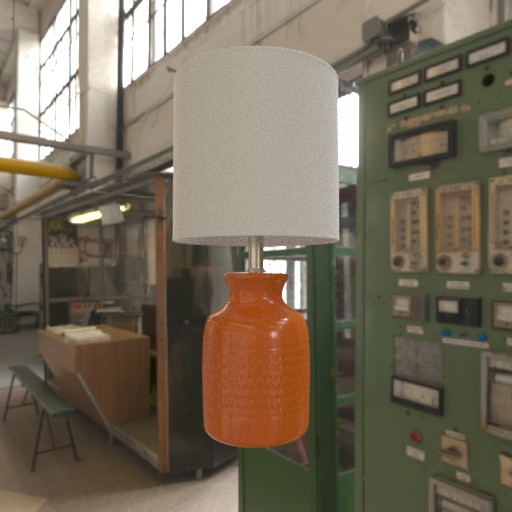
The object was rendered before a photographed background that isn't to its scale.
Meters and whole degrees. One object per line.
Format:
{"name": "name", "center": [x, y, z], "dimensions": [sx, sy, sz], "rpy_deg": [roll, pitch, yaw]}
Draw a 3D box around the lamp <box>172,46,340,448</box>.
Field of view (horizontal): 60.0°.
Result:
{"name": "lamp", "center": [0.000, 0.000, 1.126], "dimensions": [0.418, 0.871, 0.418], "rpy_deg": [1, -2, -37]}
